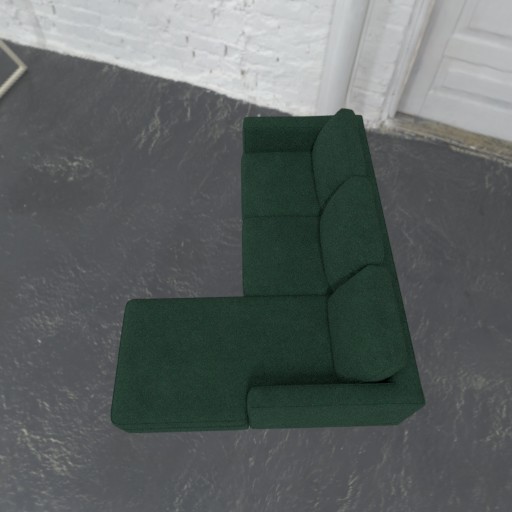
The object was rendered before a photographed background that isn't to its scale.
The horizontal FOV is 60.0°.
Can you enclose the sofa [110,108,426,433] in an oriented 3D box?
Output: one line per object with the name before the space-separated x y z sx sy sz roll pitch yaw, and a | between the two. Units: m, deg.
sofa | 0.000 0.000 2.828 1.580 0.899 2.030 -1 59 -1
